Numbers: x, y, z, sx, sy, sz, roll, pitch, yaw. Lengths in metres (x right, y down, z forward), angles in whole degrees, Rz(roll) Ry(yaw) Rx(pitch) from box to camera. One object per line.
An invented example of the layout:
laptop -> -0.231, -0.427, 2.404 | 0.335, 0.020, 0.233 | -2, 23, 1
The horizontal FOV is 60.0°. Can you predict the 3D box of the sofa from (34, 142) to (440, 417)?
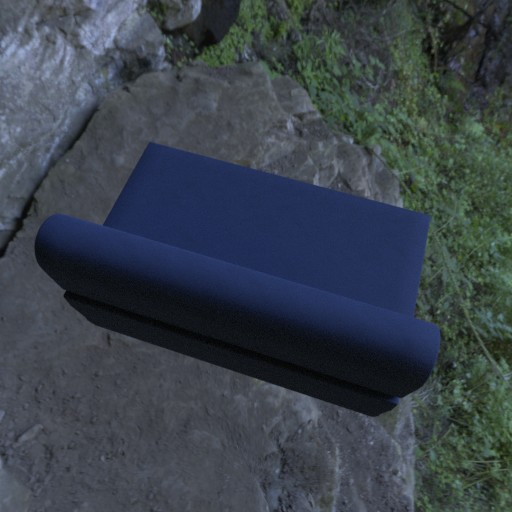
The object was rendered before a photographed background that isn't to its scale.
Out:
sofa -> 0.000, 0.000, 1.669 | 1.219, 0.660, 0.762 | 16, 64, 8
